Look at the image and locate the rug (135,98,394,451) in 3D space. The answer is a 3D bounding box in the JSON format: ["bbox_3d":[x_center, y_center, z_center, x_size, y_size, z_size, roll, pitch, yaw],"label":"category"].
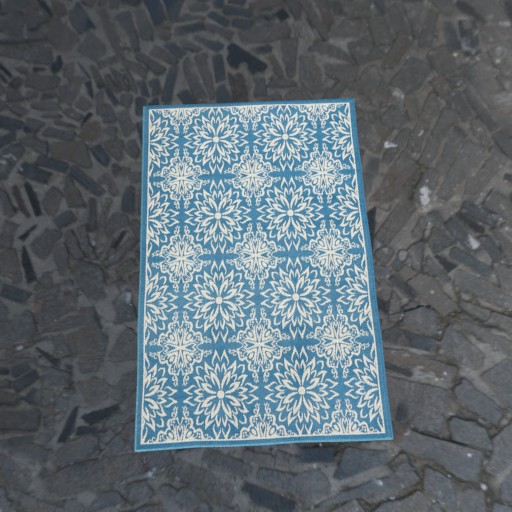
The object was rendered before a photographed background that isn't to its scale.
[{"bbox_3d":[0.000,0.000,3.484,1.830,0.018,2.769,-2,75,-1],"label":"rug"}]
